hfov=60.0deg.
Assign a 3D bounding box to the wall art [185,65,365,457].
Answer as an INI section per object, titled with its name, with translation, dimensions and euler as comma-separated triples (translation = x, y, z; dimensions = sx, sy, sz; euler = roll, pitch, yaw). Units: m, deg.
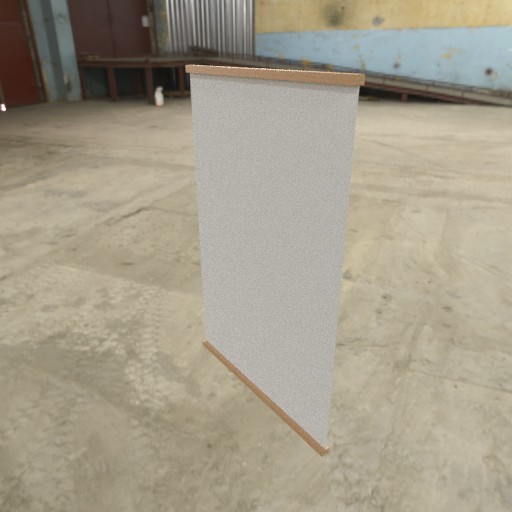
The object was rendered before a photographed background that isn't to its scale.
[wall art]
translation = 0.000, 0.000, 0.784
dimensions = 0.016, 0.611, 0.401
euler = -18, 30, -33
